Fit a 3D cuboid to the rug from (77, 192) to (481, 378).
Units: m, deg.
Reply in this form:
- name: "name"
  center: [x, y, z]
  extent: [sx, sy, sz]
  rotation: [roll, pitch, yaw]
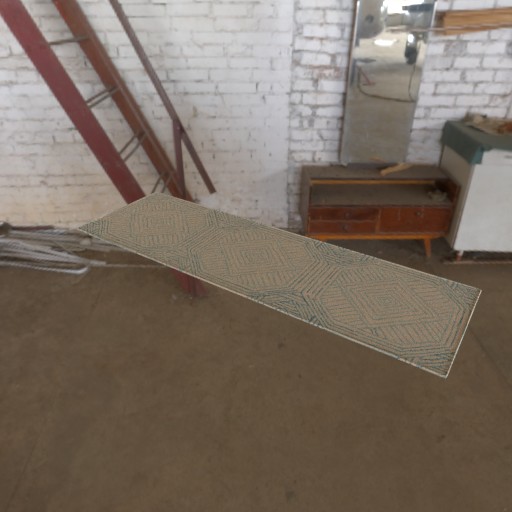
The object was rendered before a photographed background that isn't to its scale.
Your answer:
- name: "rug"
  center: [0.000, 0.000, 2.732]
  extent: [2.452, 0.012, 0.775]
  rotation: [19, 36, 28]
